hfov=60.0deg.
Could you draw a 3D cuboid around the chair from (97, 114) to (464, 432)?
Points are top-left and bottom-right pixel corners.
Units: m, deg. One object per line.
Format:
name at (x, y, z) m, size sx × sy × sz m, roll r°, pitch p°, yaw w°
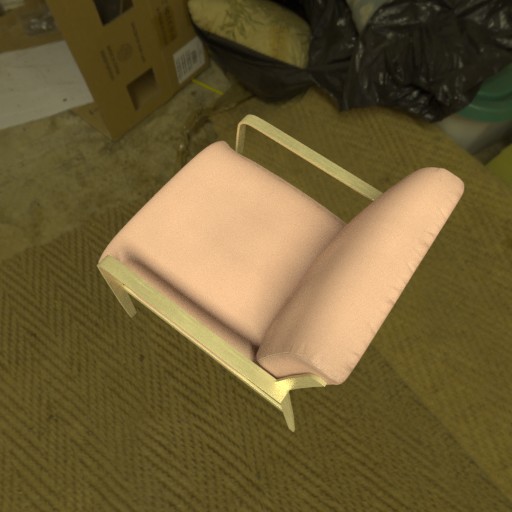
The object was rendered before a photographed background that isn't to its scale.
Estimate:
chair at (0.000, 0.000, 1.430) m, size 0.848 × 0.823 × 0.701 m, roll 33°, pitch 67°, yaw 16°
